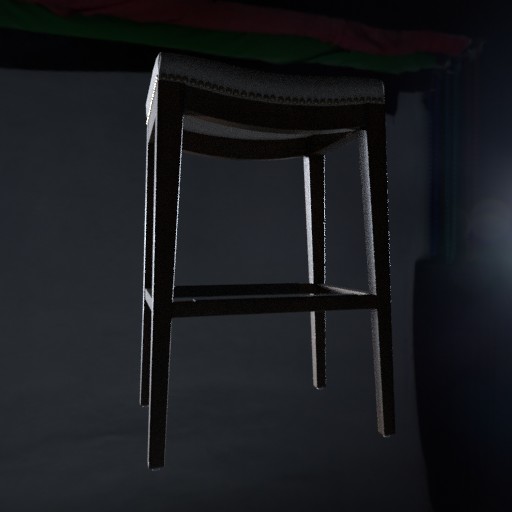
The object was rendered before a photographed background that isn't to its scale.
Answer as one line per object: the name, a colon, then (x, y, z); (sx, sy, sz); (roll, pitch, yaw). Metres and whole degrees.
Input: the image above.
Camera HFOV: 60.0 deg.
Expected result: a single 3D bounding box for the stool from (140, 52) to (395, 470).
stool: (0.000, 0.000, 1.023); (0.508, 0.762, 0.356); (0, 1, -17)
